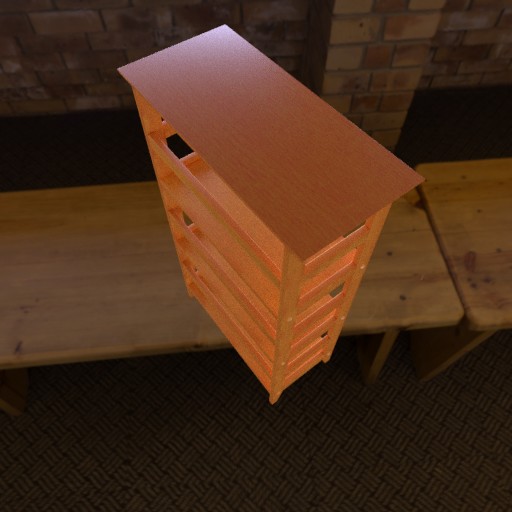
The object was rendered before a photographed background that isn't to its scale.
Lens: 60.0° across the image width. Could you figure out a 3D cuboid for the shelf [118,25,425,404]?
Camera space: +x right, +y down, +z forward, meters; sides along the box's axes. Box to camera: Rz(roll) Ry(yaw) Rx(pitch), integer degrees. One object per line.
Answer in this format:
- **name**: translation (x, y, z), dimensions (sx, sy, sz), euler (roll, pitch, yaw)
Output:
- **shelf**: translation (0.000, 0.000, 1.381), dimensions (0.305, 1.067, 0.660), euler (-33, 63, -19)
